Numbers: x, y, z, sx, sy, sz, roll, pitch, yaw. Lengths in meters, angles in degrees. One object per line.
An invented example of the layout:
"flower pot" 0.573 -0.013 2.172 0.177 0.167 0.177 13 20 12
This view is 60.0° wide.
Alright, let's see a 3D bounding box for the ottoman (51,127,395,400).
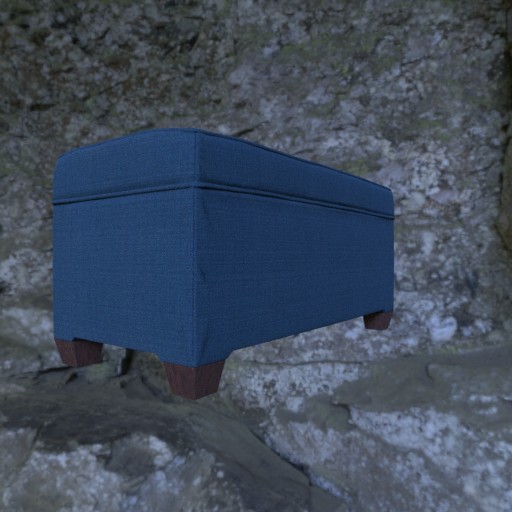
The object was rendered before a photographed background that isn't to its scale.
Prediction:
"ottoman" 0.000 0.000 1.212 0.474 0.474 0.943 0 0 37
